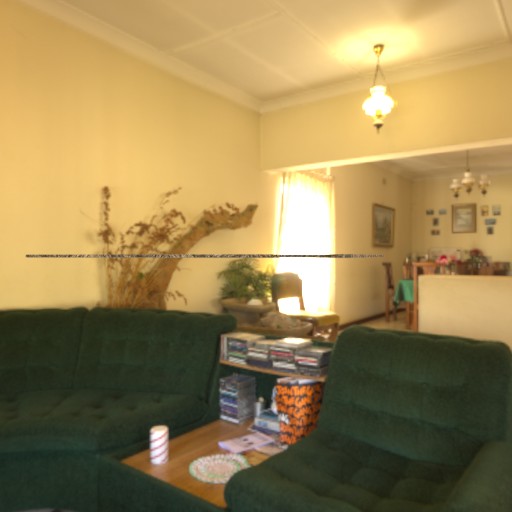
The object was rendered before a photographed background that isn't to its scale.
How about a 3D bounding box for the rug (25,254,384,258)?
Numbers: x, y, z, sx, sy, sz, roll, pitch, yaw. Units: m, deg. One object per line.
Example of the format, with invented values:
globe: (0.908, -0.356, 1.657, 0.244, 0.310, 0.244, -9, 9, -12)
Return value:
rug: (0.000, 0.000, 2.292, 1.189, 0.011, 1.808, 0, 0, 19)
